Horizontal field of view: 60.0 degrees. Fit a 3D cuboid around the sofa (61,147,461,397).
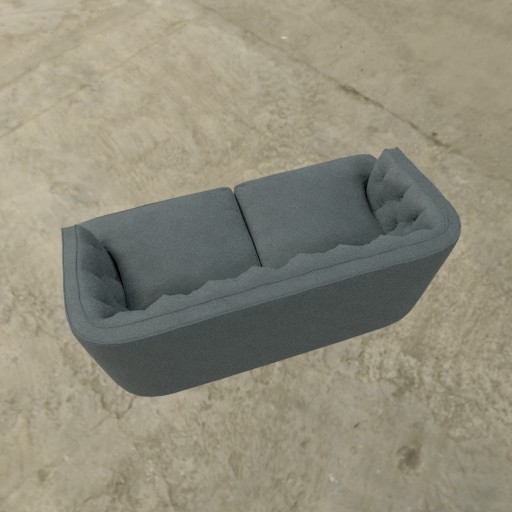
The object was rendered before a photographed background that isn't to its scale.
[{"bbox_3d":[0.000,0.000,2.256,1.733,0.855,0.941,-15,59,-9],"label":"sofa"}]
